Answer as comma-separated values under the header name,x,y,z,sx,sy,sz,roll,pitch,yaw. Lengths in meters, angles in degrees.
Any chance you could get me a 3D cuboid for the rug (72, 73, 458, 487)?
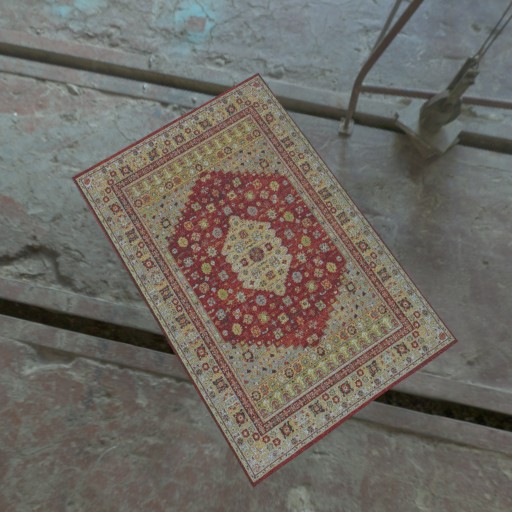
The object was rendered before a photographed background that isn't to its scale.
name,x,y,z,sx,sy,sz,roll,pitch,yaw
rug,0.000,0.000,2.271,1.194,0.013,1.802,-32,78,-8
